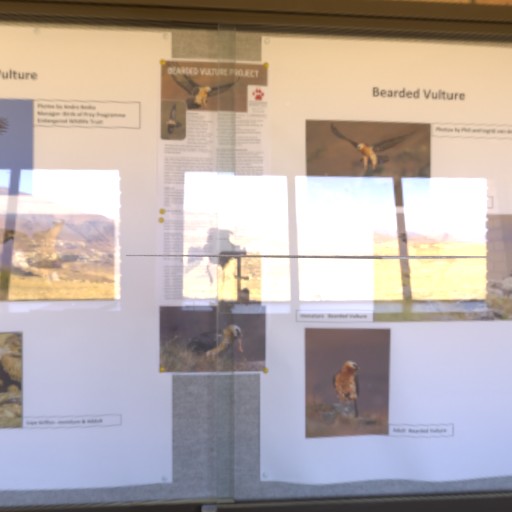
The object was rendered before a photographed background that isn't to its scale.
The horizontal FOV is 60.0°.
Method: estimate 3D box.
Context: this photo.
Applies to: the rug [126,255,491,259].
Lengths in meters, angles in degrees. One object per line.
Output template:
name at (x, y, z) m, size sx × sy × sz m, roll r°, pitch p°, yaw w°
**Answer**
rug at (0.000, 0.000, 2.498) m, size 0.684 × 0.009 × 2.275 m, roll 0°, pitch 0°, yaw -36°
